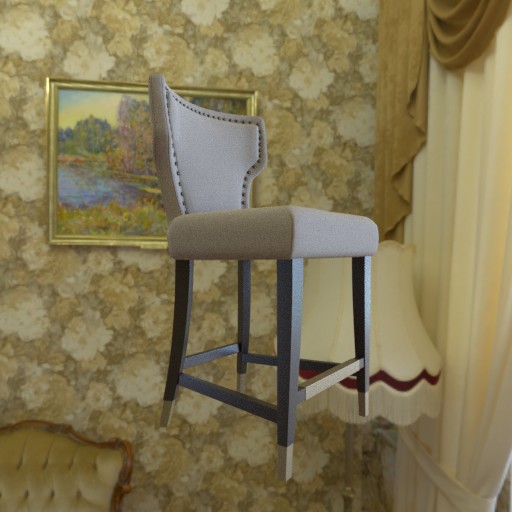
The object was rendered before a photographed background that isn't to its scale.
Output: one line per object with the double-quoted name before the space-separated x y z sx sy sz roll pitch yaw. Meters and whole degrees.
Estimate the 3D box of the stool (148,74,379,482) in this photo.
"stool" 0.000 0.000 1.306 0.563 0.982 0.527 1 1 36
